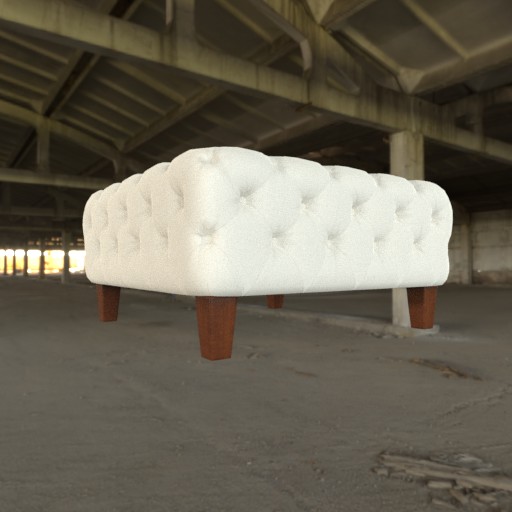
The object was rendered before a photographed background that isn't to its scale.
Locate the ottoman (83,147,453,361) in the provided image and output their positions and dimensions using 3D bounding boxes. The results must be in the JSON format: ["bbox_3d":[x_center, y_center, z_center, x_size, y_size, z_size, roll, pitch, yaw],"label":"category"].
[{"bbox_3d":[0.000,0.000,1.221,0.753,0.376,0.755,1,-1,-36],"label":"ottoman"}]
